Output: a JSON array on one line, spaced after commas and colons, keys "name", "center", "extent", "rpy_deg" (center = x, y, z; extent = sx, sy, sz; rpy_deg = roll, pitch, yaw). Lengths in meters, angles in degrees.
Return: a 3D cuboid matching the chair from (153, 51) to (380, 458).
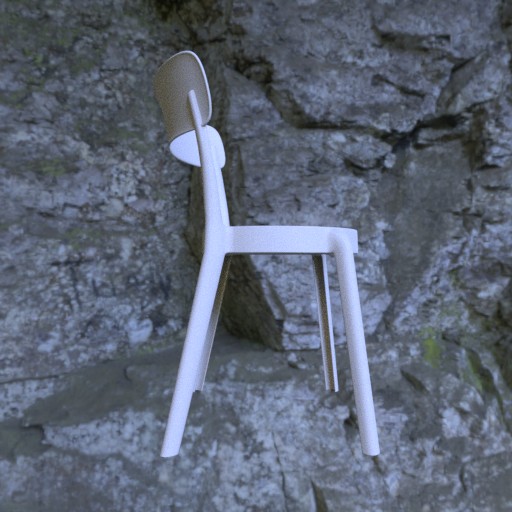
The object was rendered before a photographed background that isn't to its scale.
[{"name": "chair", "center": [0.000, 0.000, 1.094], "extent": [0.491, 0.790, 0.506], "rpy_deg": [0, 0, -1]}]
